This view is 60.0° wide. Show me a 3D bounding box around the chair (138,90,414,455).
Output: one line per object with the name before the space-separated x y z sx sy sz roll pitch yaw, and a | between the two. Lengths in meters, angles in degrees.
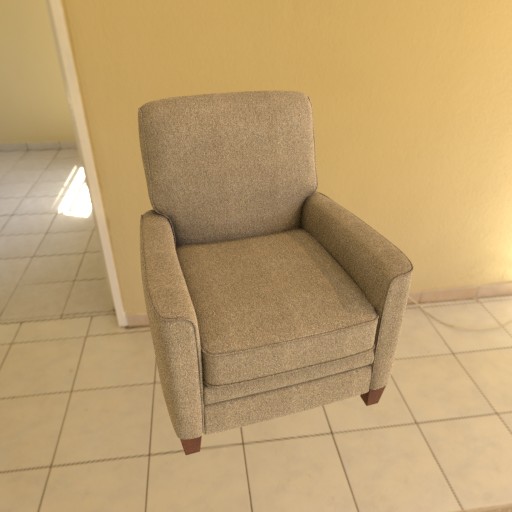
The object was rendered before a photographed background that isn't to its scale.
chair | 0.000 0.000 1.650 0.841 1.028 0.858 -9 33 -15
